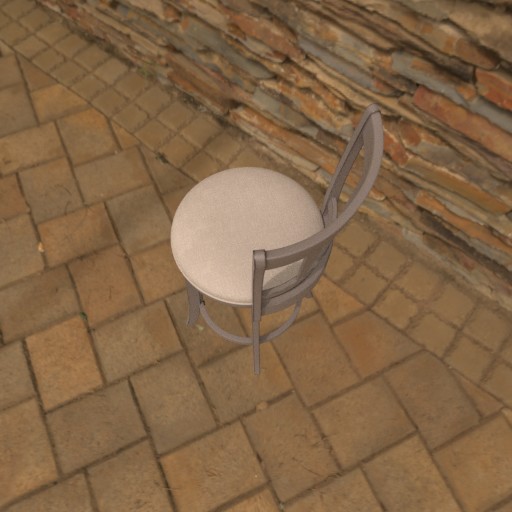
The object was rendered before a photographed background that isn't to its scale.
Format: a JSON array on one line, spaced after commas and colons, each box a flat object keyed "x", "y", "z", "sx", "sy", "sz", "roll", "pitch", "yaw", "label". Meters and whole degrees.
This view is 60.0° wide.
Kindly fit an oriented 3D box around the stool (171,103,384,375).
[{"x": 0.000, "y": 0.000, "z": 1.309, "sx": 0.475, "sy": 1.023, "sz": 0.436, "roll": 32, "pitch": 68, "yaw": 15, "label": "stool"}]
